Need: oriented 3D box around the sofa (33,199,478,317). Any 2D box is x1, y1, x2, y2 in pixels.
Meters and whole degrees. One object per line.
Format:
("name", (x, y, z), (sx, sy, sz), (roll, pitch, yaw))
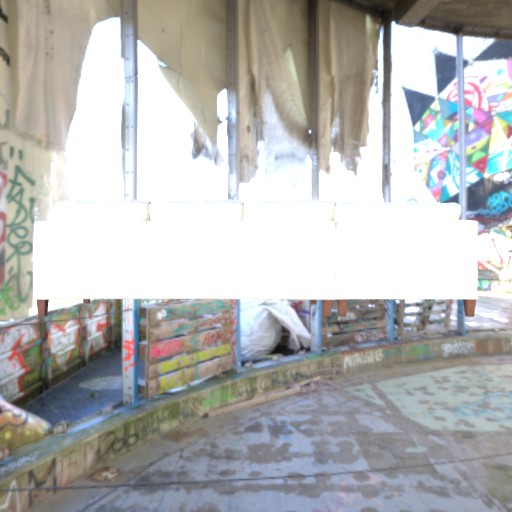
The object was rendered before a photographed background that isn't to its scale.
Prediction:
("sofa", (0.000, 0.000, 3.954), (3.186, 0.861, 1.625), (0, 0, 0))
